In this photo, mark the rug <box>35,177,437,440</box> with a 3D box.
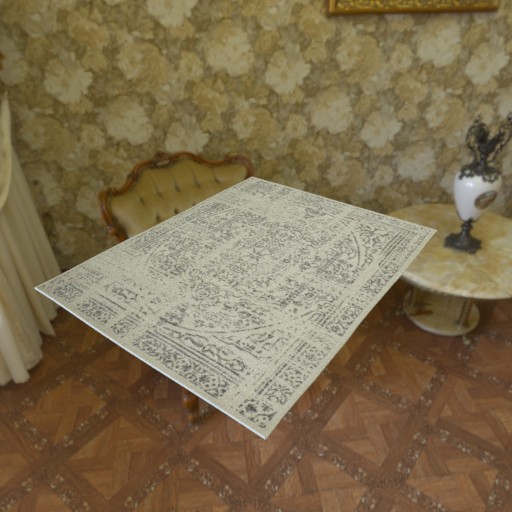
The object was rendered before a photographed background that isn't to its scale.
[{"bbox_3d":[0.000,0.000,3.970,2.311,0.032,2.921,22,38,30],"label":"rug"}]
